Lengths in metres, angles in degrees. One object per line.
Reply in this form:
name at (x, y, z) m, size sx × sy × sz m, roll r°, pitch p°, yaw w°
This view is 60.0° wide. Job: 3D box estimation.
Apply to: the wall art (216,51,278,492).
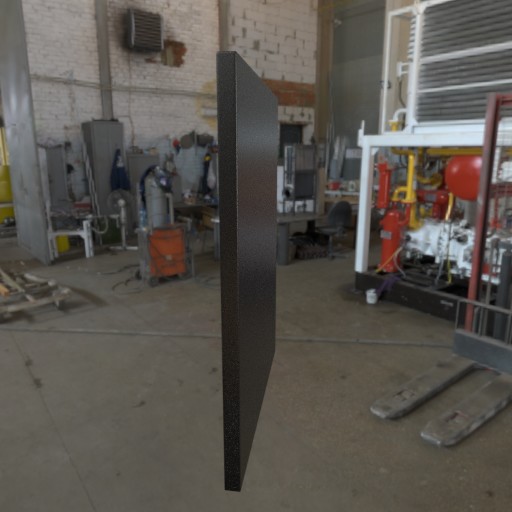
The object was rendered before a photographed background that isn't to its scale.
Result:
wall art at (0.000, 0.000, 1.616) m, size 0.053 × 1.194 × 0.950 m, roll 2°, pitch 14°, yaw 8°
